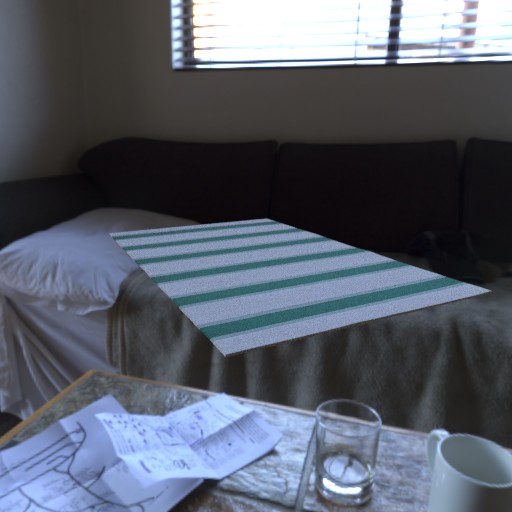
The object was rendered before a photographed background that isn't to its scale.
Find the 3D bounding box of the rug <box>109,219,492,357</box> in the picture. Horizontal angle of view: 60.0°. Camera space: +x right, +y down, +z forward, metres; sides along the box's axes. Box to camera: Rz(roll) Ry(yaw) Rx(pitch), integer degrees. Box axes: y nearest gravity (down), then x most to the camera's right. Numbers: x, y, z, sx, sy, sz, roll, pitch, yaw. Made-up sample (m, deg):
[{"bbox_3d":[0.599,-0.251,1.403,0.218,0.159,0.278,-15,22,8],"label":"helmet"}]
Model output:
[{"bbox_3d":[0.000,0.000,3.017,1.521,0.015,2.436,-8,17,-26],"label":"rug"}]
